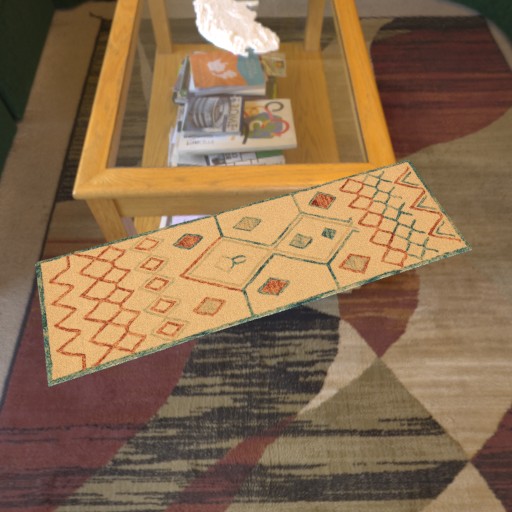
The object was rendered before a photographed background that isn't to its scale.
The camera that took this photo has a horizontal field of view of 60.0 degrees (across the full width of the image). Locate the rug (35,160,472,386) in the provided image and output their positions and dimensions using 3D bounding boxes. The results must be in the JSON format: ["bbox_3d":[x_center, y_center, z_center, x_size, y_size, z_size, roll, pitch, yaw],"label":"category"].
[{"bbox_3d":[0.000,0.000,2.582,2.435,0.011,0.750,-17,60,-10],"label":"rug"}]
